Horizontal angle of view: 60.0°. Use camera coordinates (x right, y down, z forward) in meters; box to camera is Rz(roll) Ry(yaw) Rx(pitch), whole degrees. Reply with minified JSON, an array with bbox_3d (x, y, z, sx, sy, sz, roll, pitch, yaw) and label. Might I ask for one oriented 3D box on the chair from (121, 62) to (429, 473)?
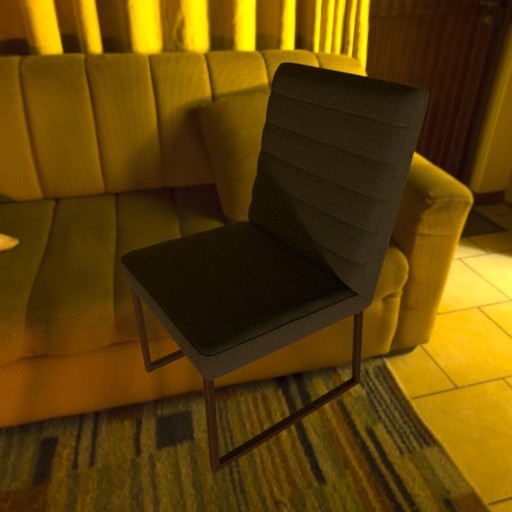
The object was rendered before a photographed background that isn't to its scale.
[{"bbox_3d":[0.000,0.000,1.256,0.634,0.930,0.520,-20,37,-29],"label":"chair"}]
